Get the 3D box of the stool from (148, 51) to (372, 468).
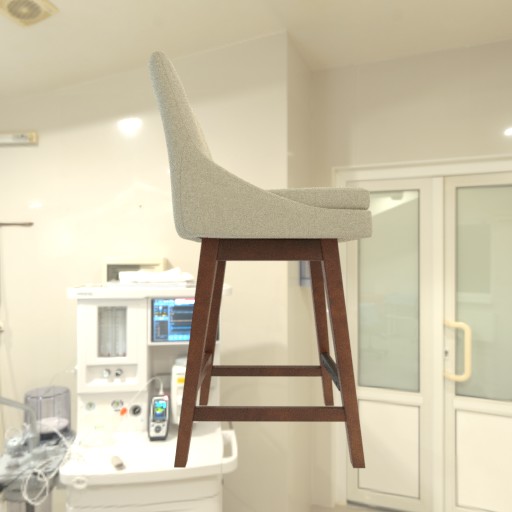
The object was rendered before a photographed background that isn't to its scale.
[{"bbox_3d":[0.000,0.000,1.268,0.559,0.991,0.469,0,0,0],"label":"stool"}]
